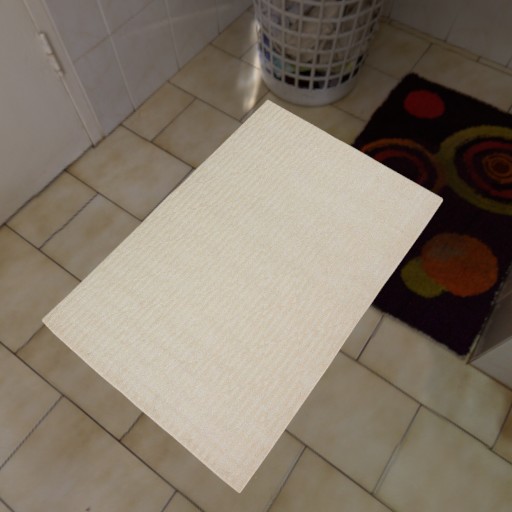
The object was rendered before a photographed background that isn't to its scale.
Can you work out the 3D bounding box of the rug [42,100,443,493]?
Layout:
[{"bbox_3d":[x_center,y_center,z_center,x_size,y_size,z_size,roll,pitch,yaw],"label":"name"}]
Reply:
[{"bbox_3d":[0.000,0.000,2.317,1.238,0.014,1.848,34,68,16],"label":"rug"}]
